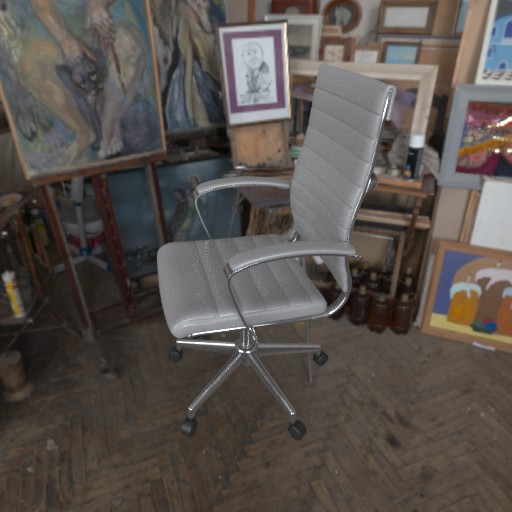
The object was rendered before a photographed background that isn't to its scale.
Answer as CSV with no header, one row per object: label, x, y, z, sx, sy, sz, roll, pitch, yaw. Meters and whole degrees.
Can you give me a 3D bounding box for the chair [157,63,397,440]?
chair,0.000,0.000,1.516,0.667,1.149,0.679,-8,31,-13
